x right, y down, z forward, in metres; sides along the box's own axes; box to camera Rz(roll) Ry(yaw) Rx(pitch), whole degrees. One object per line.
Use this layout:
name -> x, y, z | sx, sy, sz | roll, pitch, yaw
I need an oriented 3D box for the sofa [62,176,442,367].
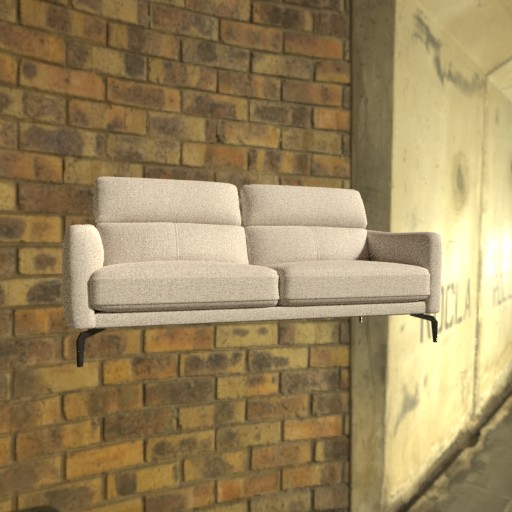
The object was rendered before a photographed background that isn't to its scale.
sofa -> 0.000, 0.000, 2.556 | 2.015, 0.956, 0.856 | 0, 0, -17
